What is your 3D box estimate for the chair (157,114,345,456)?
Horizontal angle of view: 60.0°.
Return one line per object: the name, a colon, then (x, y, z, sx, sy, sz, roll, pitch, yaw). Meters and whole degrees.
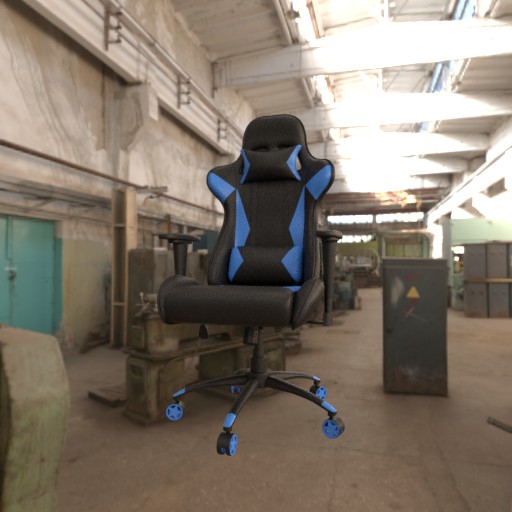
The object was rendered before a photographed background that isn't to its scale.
chair: (0.000, 0.000, 1.738, 0.695, 1.282, 0.730, 0, -1, 17)
